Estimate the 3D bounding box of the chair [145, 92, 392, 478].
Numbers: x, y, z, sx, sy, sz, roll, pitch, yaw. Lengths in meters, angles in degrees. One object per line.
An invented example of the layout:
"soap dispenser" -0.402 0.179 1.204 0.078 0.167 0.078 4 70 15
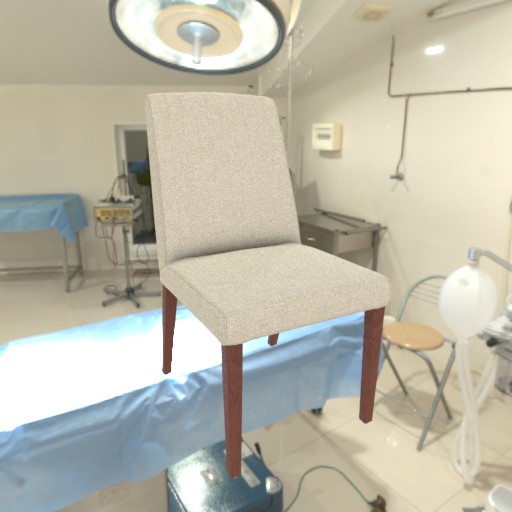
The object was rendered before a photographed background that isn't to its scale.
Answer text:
"chair" 0.000 0.000 1.253 0.480 0.900 0.594 -9 19 -28
